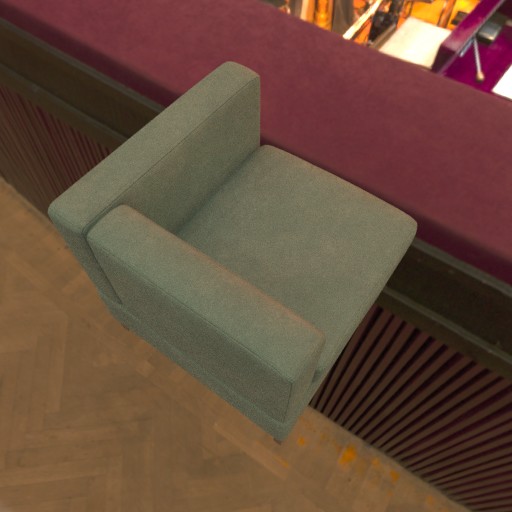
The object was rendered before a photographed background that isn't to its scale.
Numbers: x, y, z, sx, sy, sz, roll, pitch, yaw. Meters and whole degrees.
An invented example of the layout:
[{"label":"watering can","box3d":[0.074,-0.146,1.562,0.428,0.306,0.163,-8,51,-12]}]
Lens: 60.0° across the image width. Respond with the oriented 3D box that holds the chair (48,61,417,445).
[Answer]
[{"label":"chair","box3d":[0.000,0.000,1.252,0.680,0.660,0.680,31,63,18]}]
